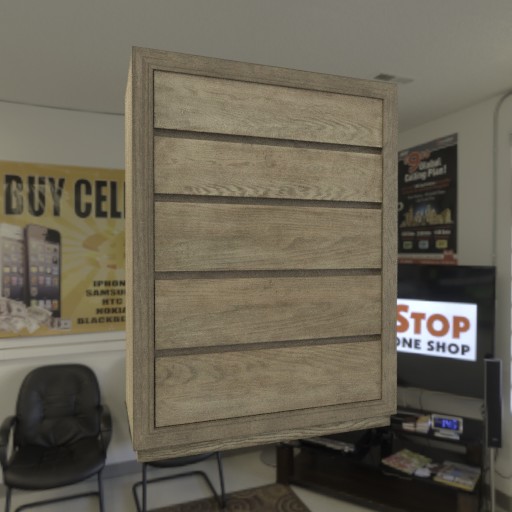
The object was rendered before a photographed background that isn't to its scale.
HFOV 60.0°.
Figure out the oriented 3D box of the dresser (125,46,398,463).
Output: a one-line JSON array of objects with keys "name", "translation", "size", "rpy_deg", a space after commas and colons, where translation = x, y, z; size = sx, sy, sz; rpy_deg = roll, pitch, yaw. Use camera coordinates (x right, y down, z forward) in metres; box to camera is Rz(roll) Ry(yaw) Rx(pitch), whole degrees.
[{"name": "dresser", "translation": [0.000, 0.000, 1.746], "size": [0.967, 1.295, 0.483], "rpy_deg": [0, 1, -19]}]
